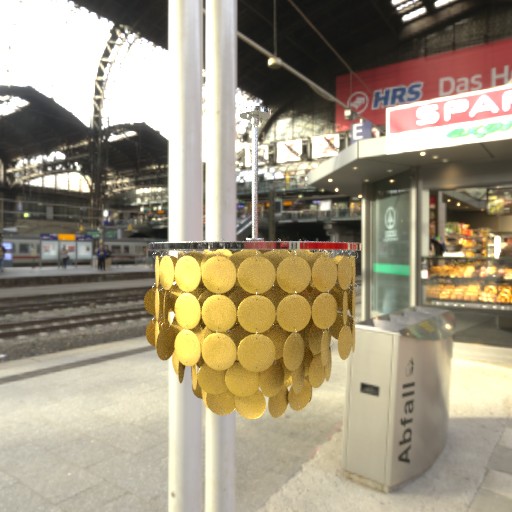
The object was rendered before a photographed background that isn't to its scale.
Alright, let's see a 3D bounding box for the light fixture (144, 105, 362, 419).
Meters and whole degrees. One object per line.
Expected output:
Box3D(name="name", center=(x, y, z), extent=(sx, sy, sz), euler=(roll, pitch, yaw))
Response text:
Box3D(name="light fixture", center=(0.000, 0.000, 0.757), extent=(0.368, 0.492, 0.368), euler=(0, 0, 0))
